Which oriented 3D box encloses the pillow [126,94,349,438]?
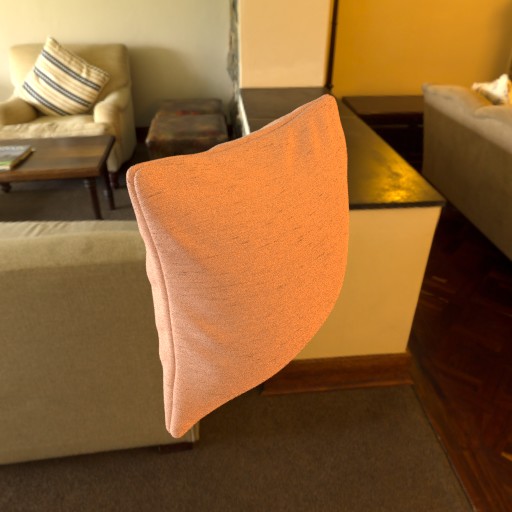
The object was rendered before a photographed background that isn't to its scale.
[{"bbox_3d":[0.000,0.000,0.689,0.246,0.415,0.432,21,38,30],"label":"pillow"}]
